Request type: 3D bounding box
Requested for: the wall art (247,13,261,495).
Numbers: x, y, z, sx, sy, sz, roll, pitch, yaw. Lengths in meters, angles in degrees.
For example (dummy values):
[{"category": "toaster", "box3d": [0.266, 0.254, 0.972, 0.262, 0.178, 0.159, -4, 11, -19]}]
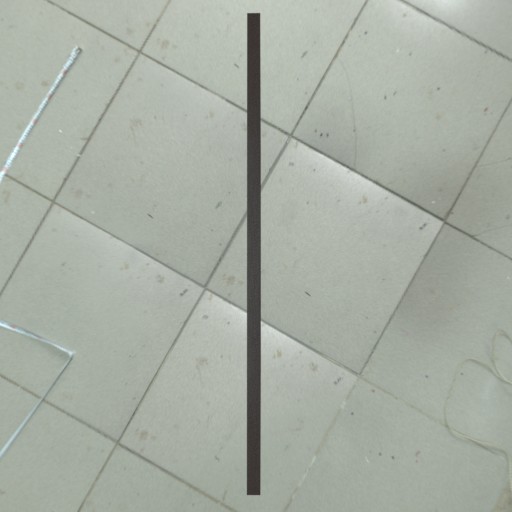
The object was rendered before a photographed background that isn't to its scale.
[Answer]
[{"category": "wall art", "box3d": [0.000, 0.000, 1.584, 0.034, 0.952, 1.207, 0, 88, 1]}]
